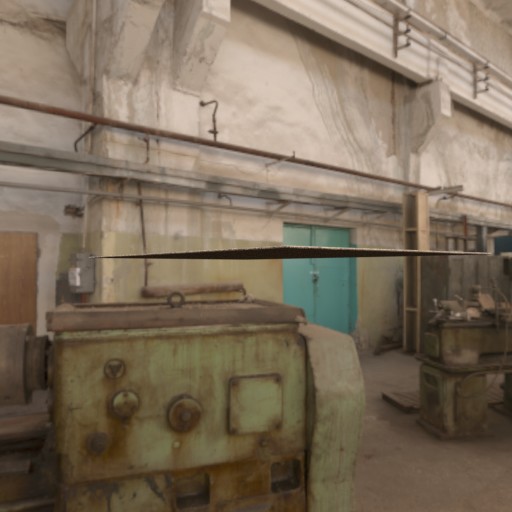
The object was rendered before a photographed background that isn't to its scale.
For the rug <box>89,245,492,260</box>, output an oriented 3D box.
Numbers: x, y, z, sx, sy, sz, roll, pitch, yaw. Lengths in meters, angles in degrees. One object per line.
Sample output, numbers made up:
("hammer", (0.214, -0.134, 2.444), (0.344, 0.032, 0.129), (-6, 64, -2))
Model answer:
("rug", (0.000, 0.000, 3.032), (1.546, 0.010, 2.442), (1, -2, -37))
